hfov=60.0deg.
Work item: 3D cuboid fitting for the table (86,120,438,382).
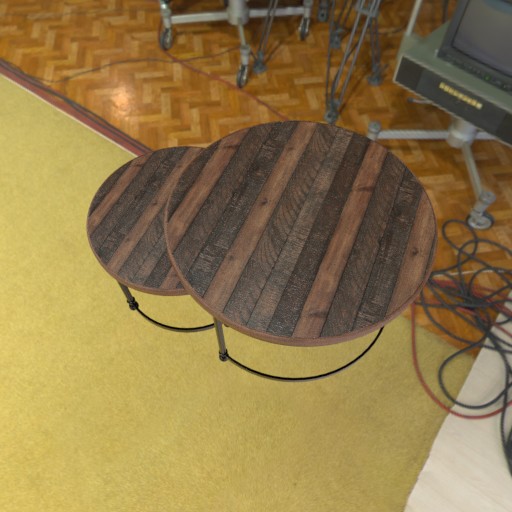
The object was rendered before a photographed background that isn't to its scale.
[{"bbox_3d":[0.000,0.000,1.635,1.152,0.516,0.870,-2,58,-1],"label":"table"}]
